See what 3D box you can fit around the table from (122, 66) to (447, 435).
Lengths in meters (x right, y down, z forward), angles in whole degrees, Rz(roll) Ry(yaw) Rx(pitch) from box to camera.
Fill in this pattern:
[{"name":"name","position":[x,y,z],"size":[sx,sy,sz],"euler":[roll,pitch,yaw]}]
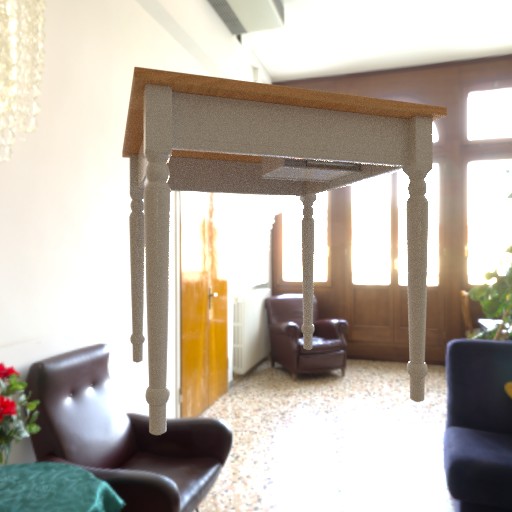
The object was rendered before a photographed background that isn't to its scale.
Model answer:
[{"name":"table","position":[0.000,0.000,1.332],"size":[0.747,0.738,0.747],"euler":[0,0,-19]}]
